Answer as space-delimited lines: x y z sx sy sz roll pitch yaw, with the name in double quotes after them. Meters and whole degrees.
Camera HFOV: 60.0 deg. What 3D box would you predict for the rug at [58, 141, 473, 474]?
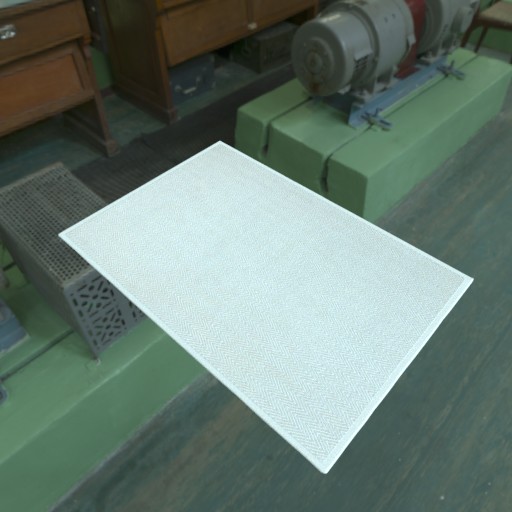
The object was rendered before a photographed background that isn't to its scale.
0.000 0.000 2.864 2.244 0.017 1.532 34 56 27 "rug"
